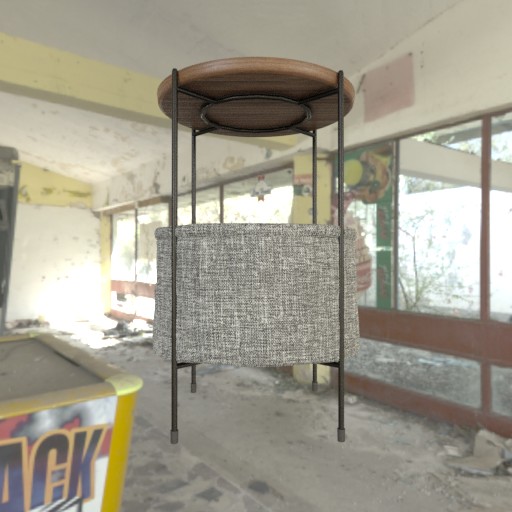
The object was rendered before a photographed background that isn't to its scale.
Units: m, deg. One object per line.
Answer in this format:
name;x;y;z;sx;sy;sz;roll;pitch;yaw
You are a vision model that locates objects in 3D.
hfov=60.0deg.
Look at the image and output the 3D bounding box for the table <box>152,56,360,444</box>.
table;0.000;0.000;0.883;0.400;0.623;0.400;0;0;-2
